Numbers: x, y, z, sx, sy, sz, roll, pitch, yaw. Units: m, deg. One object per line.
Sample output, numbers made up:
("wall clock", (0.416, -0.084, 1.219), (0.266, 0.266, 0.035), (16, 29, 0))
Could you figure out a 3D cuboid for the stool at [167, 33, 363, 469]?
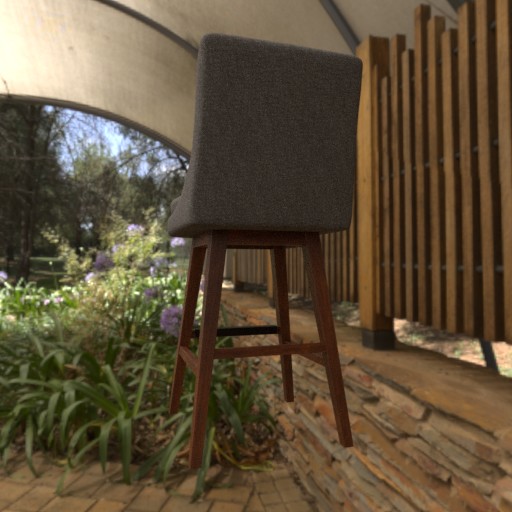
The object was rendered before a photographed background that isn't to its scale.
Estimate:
("stool", (0.000, 0.000, 1.362), (0.489, 1.068, 0.572), (0, -1, -18))
